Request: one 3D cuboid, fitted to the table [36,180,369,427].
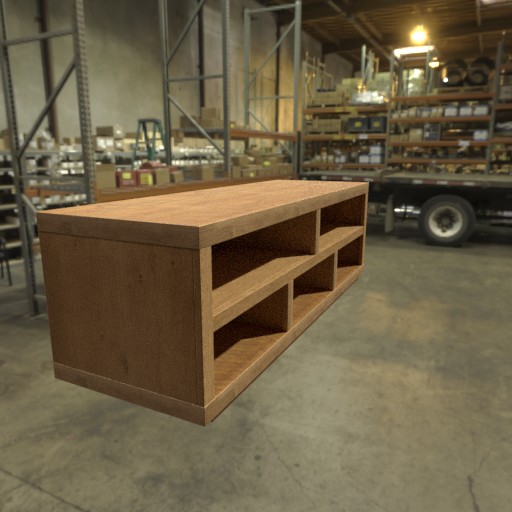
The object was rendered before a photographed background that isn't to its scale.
[{"bbox_3d":[0.000,0.000,1.722,0.499,0.491,1.499,7,15,26],"label":"table"}]
